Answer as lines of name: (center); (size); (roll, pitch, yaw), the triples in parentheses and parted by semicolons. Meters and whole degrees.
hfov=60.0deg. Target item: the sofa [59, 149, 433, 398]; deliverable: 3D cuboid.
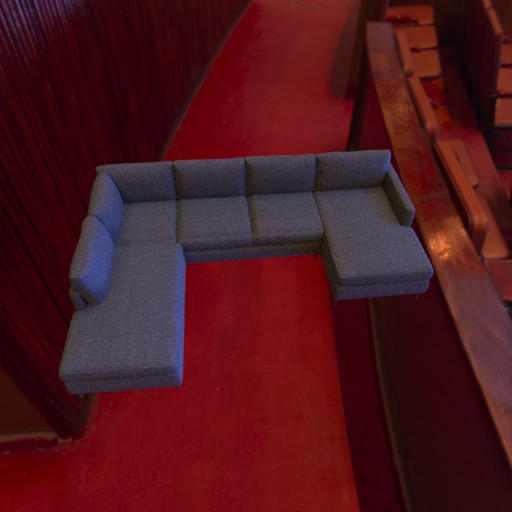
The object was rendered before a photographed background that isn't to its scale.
sofa: (0.000, 0.000, 3.542); (2.737, 0.753, 1.879); (-4, 47, -4)
